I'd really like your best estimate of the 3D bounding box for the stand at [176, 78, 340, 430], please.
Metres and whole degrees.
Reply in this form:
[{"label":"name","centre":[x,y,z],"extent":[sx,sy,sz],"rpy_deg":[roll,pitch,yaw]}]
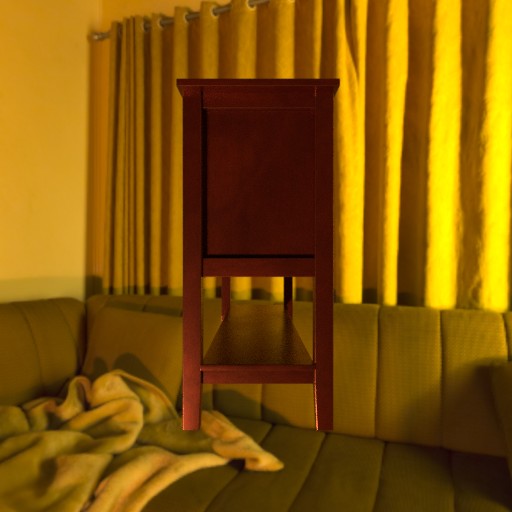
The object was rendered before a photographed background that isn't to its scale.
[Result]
[{"label":"stand","centre":[0.000,0.000,1.759],"extent":[0.410,0.872,1.362],"rpy_deg":[0,0,0]}]
